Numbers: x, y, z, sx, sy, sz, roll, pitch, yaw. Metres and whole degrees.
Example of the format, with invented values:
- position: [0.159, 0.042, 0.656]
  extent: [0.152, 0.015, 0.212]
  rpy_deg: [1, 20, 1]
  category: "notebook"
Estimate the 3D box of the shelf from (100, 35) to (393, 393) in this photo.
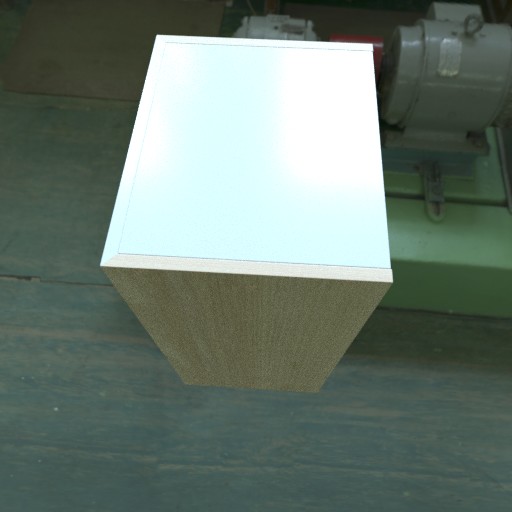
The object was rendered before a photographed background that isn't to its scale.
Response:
- position: [0.000, 0.000, 0.783]
  extent: [0.290, 0.600, 0.350]
  rpy_deg: [3, 63, 2]
  category: "shelf"
